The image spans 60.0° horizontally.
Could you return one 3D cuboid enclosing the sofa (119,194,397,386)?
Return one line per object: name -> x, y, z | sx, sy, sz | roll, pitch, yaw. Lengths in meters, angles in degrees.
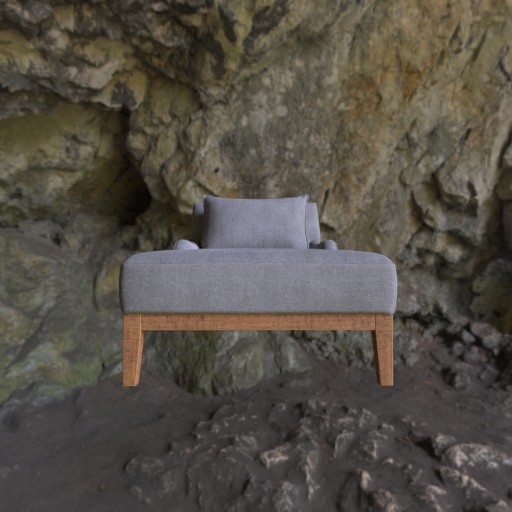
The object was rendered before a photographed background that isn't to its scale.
sofa -> 0.000, 0.000, 2.272 | 0.894, 0.859, 1.779 | 0, -1, 0
